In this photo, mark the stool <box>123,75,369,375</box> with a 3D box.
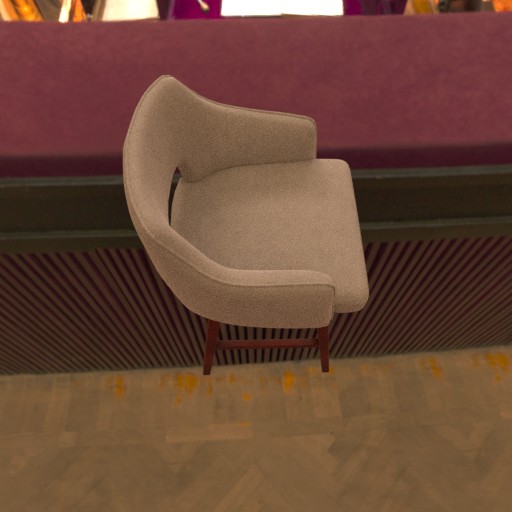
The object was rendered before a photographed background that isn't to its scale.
[{"bbox_3d":[0.000,0.000,1.346,0.558,1.012,0.548,-1,62,-1],"label":"stool"}]
